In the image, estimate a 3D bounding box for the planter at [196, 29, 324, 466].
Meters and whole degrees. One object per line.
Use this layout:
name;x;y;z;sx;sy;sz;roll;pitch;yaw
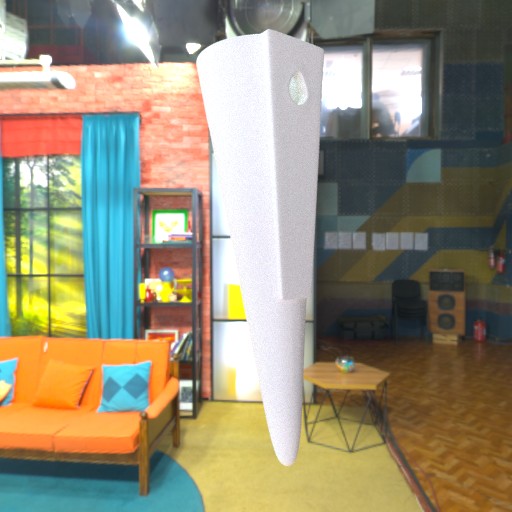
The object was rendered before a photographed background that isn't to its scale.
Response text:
planter;0.000;0.000;0.224;0.057;0.193;0.064;-1;1;-36
